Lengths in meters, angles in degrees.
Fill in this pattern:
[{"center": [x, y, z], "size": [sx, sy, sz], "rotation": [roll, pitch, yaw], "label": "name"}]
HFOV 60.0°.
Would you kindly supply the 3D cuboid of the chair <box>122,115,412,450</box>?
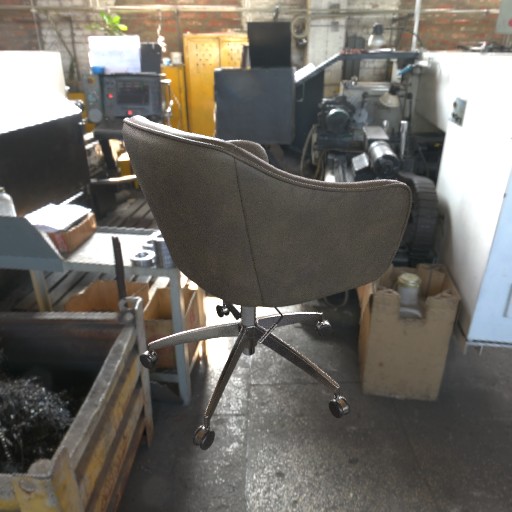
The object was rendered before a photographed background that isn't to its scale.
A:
[{"center": [0.000, 0.000, 1.347], "size": [0.689, 0.827, 0.713], "rotation": [-17, 30, -32], "label": "chair"}]
